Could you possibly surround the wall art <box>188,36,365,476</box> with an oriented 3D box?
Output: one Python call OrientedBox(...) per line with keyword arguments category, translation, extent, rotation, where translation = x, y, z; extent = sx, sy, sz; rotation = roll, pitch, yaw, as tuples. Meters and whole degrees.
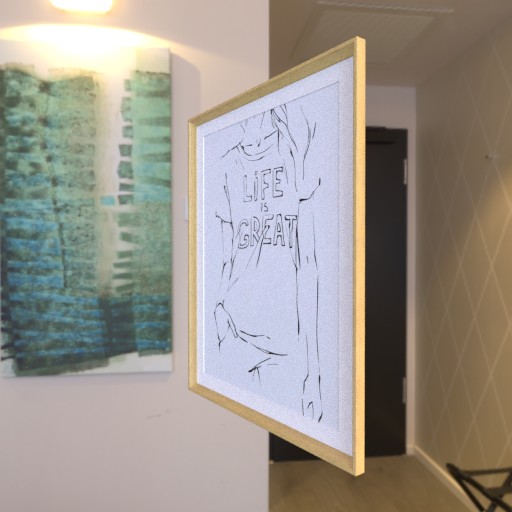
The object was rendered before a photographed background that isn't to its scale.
OrientedBox(category="wall art", translation=(0.000, 0.000, 1.336), extent=(0.030, 1.002, 0.798), rotation=(0, 1, -37))
